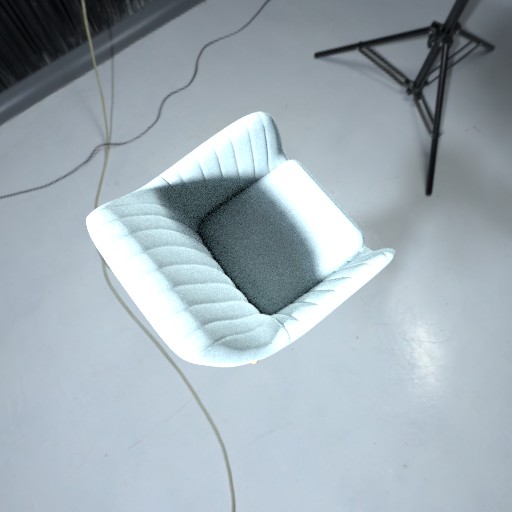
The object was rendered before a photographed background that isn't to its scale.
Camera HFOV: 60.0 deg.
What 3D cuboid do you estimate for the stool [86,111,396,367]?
[{"bbox_3d":[0.000,0.000,1.225,0.590,0.830,0.503,-37,77,-10],"label":"stool"}]
